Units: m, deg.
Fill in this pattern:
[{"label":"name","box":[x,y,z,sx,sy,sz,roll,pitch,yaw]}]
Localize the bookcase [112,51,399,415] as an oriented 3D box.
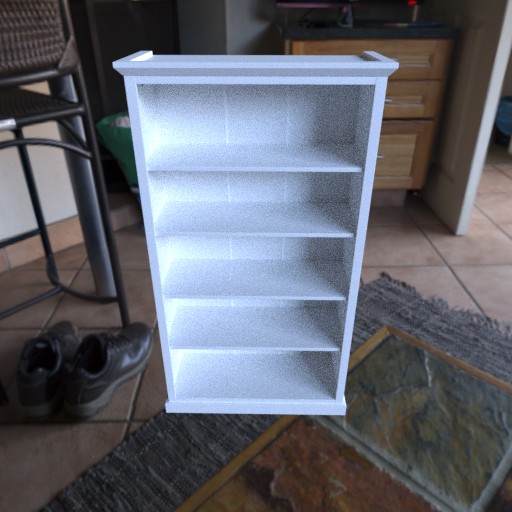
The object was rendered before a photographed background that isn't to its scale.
[{"label":"bookcase","box":[0.000,0.000,2.277,1.050,1.880,0.432,1,30,1]}]
